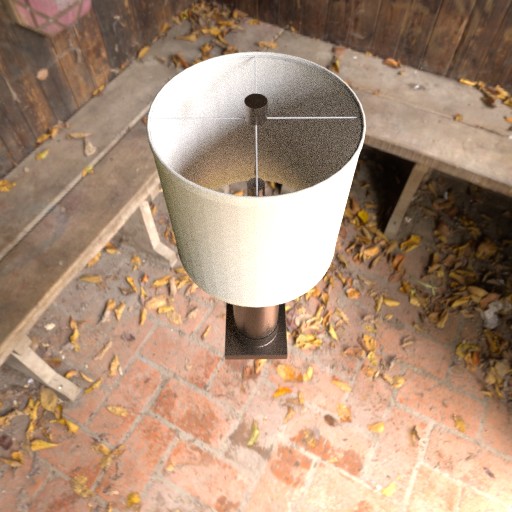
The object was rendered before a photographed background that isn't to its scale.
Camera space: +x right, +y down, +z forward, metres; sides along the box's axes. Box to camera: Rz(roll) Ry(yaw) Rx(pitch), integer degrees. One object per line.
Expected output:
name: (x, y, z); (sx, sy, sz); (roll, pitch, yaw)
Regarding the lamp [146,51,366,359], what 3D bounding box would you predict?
lamp: (0.000, 0.000, 0.611); (0.202, 0.509, 0.202); (0, 57, 0)
